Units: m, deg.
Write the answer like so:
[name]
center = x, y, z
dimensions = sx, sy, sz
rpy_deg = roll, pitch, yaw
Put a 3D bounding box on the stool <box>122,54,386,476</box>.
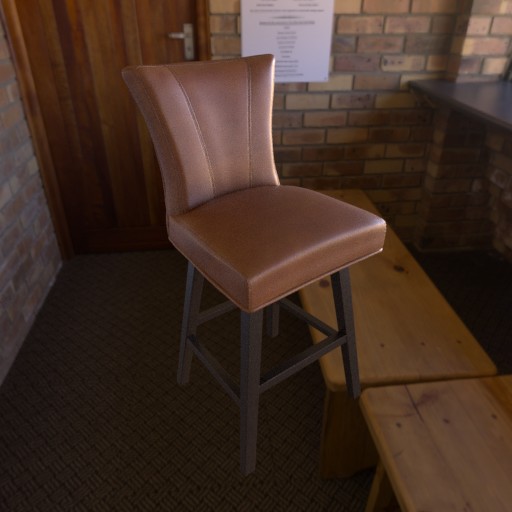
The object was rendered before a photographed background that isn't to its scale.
[stool]
center = 0.000, 0.000, 1.387
dimensions = 0.522, 1.094, 0.585
rpy_deg = -21, 36, -32
